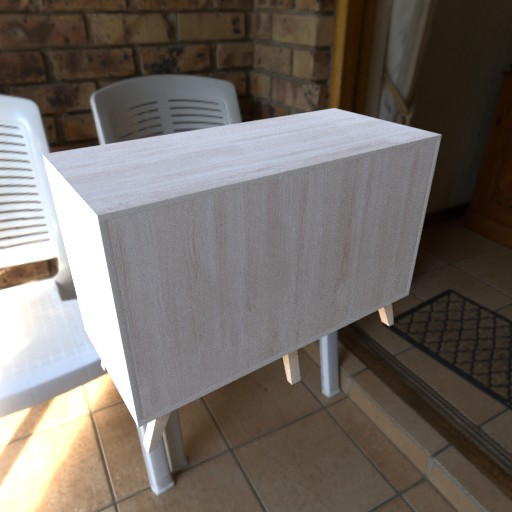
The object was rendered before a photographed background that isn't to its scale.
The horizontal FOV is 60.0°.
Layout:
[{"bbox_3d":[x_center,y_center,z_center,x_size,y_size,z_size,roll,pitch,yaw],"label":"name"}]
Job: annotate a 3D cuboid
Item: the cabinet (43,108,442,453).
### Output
[{"bbox_3d":[0.000,0.000,1.531,1.110,0.780,0.500,-19,35,-29],"label":"cabinet"}]
